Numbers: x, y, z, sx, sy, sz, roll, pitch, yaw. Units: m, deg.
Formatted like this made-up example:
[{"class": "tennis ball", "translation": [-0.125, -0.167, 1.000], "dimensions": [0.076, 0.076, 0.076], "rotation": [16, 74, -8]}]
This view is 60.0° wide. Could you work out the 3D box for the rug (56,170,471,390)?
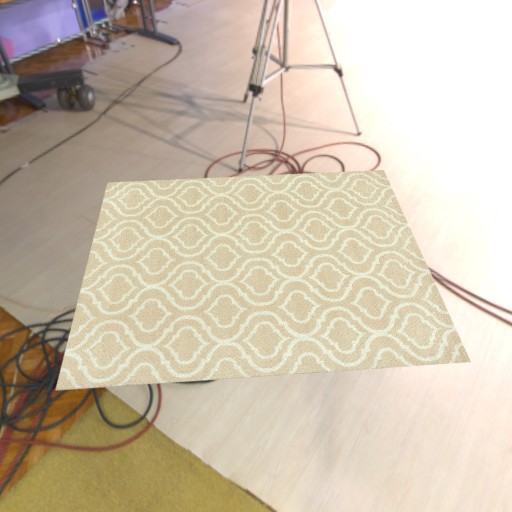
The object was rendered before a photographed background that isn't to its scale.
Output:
[{"class": "rug", "translation": [0.000, 0.000, 3.856], "dimensions": [2.894, 0.013, 2.286], "rotation": [-3, 47, -3]}]
